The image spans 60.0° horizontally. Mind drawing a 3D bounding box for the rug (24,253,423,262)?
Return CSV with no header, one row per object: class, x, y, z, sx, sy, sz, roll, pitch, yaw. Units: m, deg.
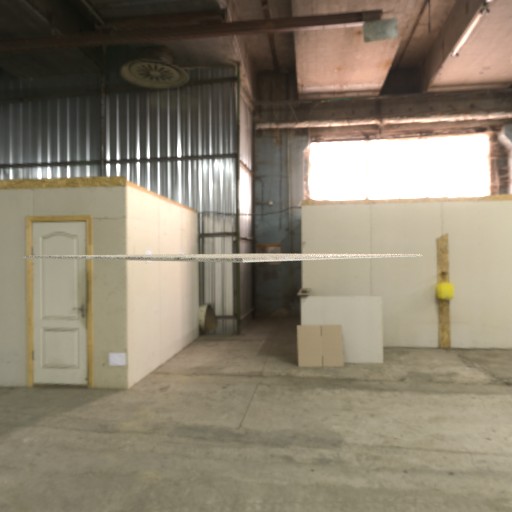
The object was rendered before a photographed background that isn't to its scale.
rug,0.000,0.000,2.929,1.521,0.015,2.280,0,1,36
